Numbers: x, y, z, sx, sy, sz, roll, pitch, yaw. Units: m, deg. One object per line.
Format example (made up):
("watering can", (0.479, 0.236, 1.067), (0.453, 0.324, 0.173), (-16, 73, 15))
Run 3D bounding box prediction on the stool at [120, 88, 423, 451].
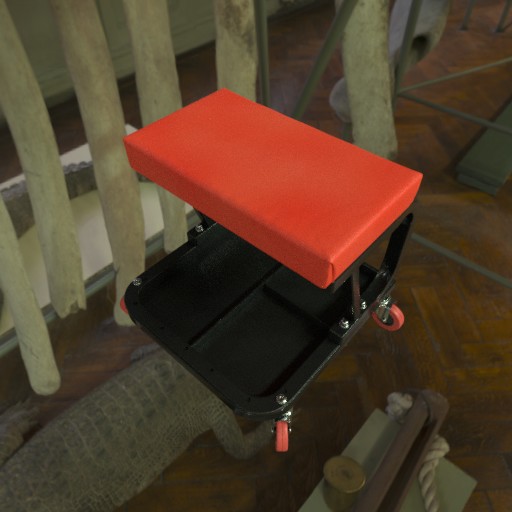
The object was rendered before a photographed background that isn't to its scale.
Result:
("stool", (0.000, 0.000, 0.735), (0.446, 0.380, 0.371), (33, 55, 27))
